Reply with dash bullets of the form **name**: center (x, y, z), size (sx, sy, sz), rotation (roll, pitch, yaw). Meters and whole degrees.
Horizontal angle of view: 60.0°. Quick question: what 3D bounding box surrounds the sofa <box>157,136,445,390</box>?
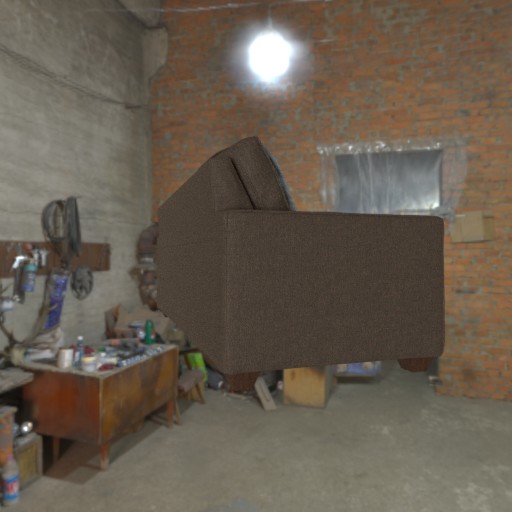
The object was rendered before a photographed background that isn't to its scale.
- **sofa**: center (0.000, 0.000, 2.564), size (0.940, 0.919, 2.080), rotation (0, 0, -19)
